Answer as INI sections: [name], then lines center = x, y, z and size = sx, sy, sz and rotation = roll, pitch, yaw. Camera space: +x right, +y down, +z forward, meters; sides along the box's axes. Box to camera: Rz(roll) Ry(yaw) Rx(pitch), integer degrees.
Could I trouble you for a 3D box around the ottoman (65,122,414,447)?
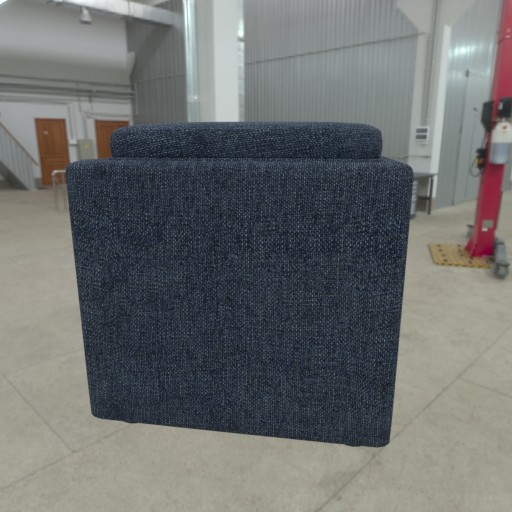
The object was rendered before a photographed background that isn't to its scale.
[ottoman]
center = 0.000, 0.000, 0.802
size = 0.450, 0.460, 0.450
rotation = 2, 15, 9
